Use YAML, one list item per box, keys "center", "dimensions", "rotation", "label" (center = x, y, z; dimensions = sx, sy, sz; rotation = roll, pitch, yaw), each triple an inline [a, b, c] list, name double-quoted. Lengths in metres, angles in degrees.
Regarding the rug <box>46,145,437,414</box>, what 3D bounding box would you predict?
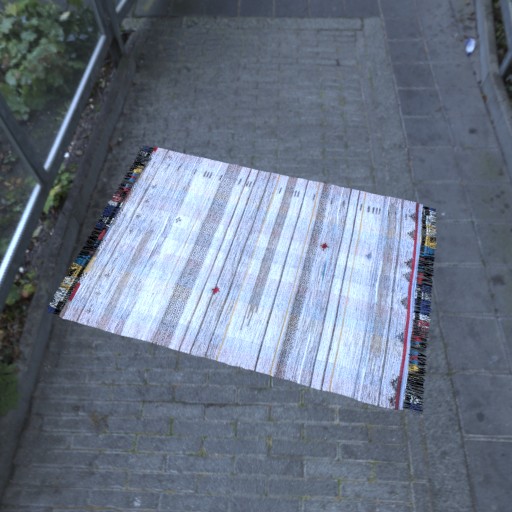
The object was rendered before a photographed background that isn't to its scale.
- center: [0.000, 0.000, 2.356]
  dimensions: [1.848, 0.012, 1.217]
  rotation: [14, 59, 8]
  label: "rug"
